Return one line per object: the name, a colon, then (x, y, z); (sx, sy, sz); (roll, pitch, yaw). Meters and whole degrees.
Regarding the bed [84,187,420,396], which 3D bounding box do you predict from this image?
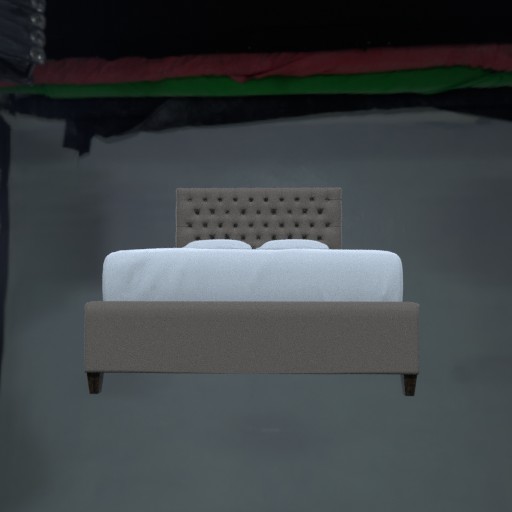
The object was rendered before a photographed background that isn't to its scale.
bed: (0.000, 0.000, 3.385); (1.698, 1.427, 2.387); (0, -1, 1)
